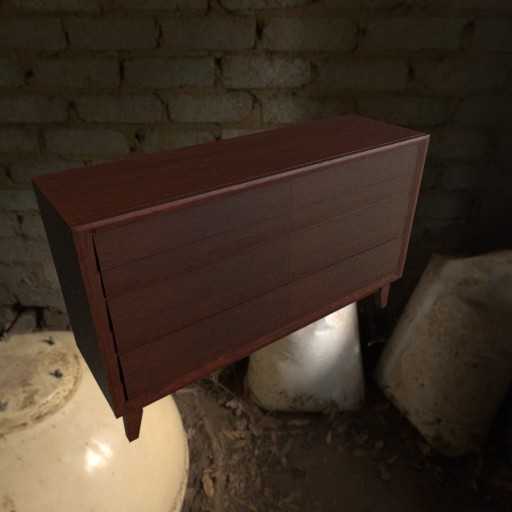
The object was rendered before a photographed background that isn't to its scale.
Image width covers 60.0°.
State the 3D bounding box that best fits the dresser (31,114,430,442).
[{"bbox_3d":[0.000,0.000,2.045,1.609,0.971,0.499,-20,36,-30],"label":"dresser"}]
